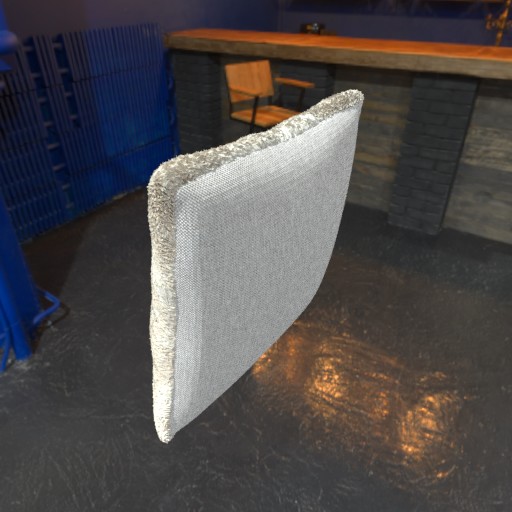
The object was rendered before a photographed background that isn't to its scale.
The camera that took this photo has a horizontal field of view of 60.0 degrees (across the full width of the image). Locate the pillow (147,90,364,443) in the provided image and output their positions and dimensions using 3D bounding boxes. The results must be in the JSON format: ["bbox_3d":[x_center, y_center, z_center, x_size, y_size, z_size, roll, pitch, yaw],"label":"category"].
[{"bbox_3d":[0.000,0.000,0.810,0.218,0.515,0.529,20,37,29],"label":"pillow"}]
